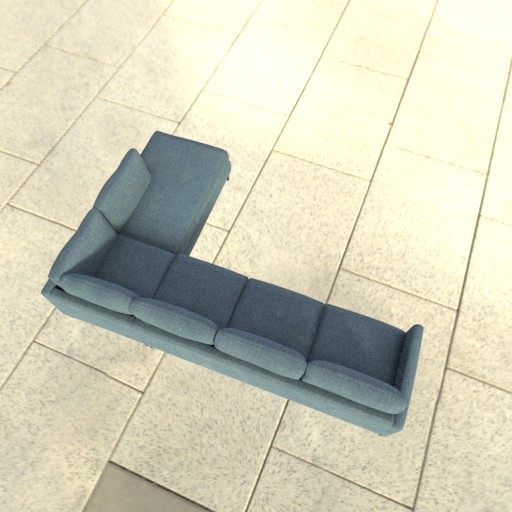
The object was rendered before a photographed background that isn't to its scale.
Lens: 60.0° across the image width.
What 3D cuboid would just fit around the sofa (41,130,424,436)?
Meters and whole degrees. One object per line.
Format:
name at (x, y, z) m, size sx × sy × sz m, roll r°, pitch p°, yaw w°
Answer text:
sofa at (0.000, 0.000, 3.855) m, size 2.949 × 0.815 × 2.007 m, roll 18°, pitch 64°, yaw 9°
